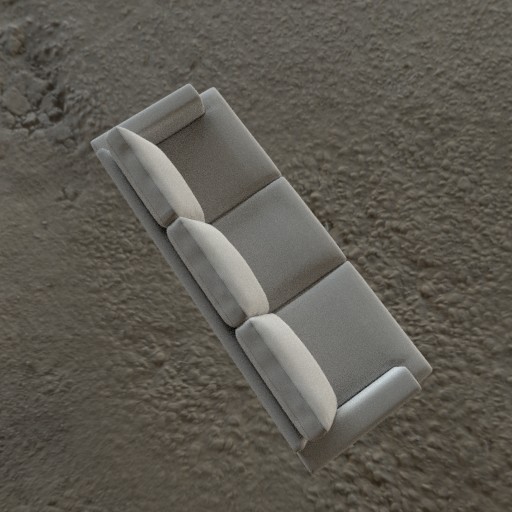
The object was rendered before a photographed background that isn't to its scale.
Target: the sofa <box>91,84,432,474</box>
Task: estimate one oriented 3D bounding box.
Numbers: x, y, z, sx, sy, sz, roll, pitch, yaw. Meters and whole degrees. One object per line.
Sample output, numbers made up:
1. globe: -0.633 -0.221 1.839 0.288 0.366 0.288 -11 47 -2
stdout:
1. sofa: 0.000 0.000 2.712 0.920 0.810 2.310 -34 78 -8
